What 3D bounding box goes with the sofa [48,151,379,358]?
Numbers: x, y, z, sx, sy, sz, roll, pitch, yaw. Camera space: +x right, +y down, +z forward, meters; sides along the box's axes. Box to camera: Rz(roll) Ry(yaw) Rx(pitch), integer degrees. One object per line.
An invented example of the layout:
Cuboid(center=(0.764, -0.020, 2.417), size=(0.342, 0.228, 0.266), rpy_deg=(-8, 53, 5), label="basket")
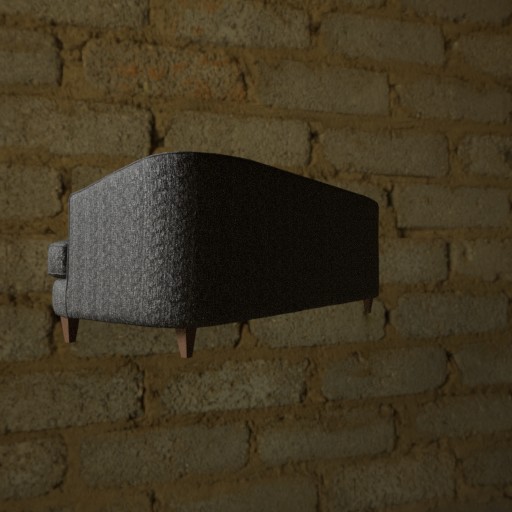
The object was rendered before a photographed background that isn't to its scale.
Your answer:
Cuboid(center=(0.000, 0.000, 2.805), size=(0.941, 0.855, 2.278), rpy_deg=(-1, -1, 36), label="sofa")
